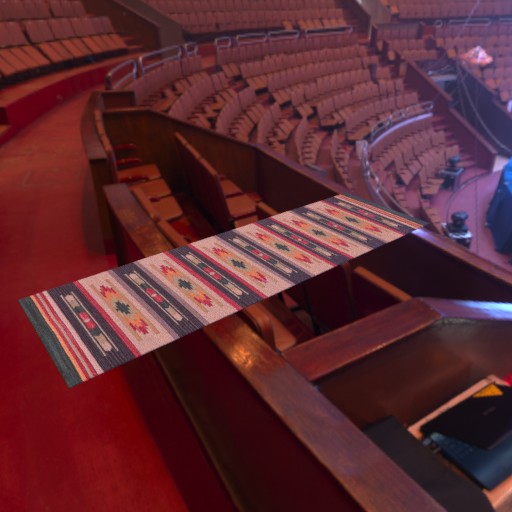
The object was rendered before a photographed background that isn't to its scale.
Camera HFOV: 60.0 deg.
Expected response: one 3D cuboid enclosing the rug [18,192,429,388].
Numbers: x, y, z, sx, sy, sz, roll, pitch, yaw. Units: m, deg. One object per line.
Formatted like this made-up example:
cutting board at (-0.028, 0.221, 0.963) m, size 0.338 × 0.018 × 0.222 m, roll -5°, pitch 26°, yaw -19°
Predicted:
rug at (0.000, 0.000, 2.623) m, size 2.440 × 0.009 × 0.760 m, roll -21°, pitch 35°, yaw -33°
